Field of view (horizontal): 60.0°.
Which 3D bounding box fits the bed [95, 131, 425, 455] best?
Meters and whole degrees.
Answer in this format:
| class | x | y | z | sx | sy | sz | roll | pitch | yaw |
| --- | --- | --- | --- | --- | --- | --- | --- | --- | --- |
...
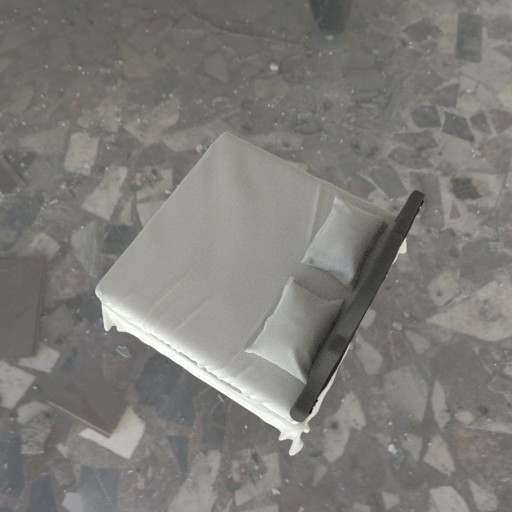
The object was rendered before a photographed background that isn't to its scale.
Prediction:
| class | x | y | z | sx | sy | sz | roll | pitch | yaw |
| --- | --- | --- | --- | --- | --- | --- | --- | --- | --- |
| bed | 0.000 | 0.000 | 3.757 | 2.222 | 1.631 | 2.303 | 29 | 68 | 13 |
